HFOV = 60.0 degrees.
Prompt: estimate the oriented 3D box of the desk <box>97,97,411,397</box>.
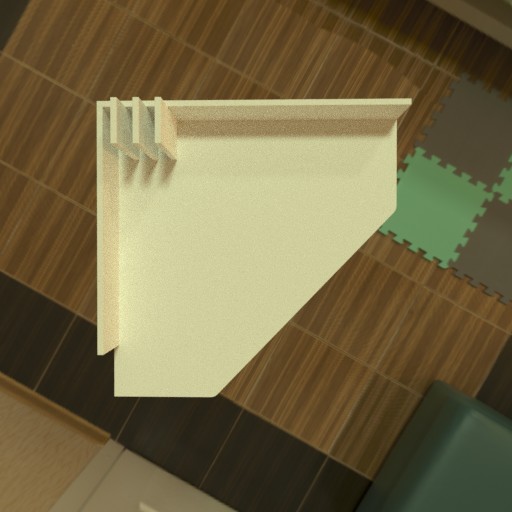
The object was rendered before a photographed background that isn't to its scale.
[{"bbox_3d":[0.000,0.000,1.737,0.940,0.986,0.940,0,91,1],"label":"desk"}]
